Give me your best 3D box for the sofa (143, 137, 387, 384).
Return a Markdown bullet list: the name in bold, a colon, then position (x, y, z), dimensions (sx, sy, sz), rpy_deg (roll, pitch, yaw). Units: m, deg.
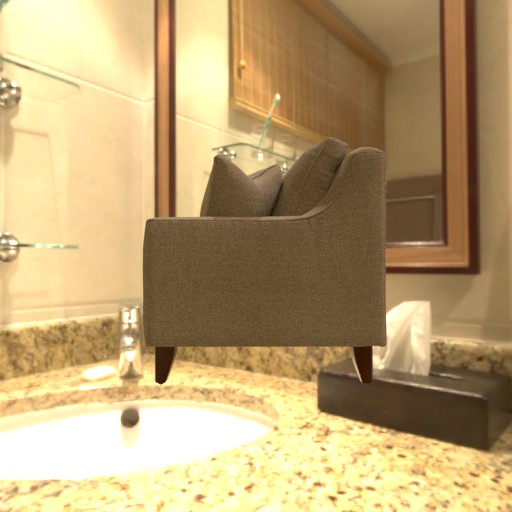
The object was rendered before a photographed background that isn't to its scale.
- **sofa**: position (0.000, 0.000, 2.508), dimensions (0.865, 0.914, 2.031), rpy_deg (0, -1, -1)
